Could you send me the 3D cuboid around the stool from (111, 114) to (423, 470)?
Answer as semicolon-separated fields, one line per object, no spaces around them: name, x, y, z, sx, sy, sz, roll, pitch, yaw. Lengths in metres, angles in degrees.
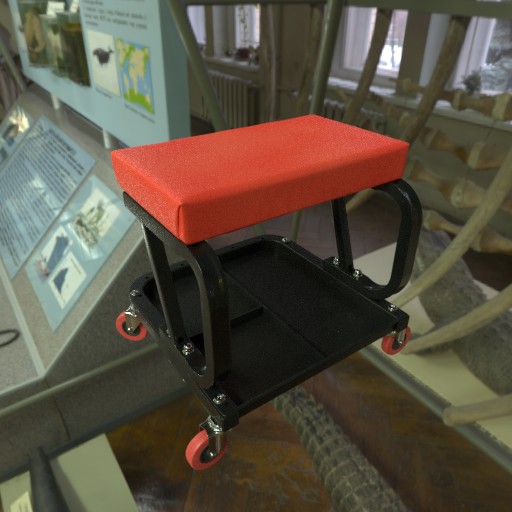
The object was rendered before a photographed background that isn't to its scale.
stool;0.000;0.000;0.729;0.446;0.380;0.371;-20;36;-29
